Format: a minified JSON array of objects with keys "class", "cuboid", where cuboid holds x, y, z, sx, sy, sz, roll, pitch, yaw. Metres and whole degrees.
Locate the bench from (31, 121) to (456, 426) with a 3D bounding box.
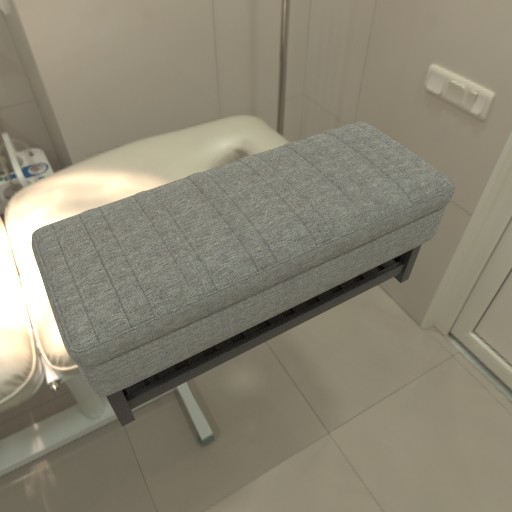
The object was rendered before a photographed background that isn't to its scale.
[{"class":"bench","cuboid":[0.000,0.000,1.315,1.100,0.470,0.429,-23,51,-20]}]
